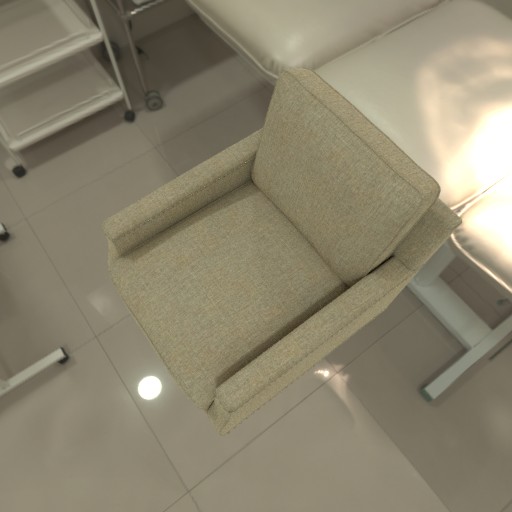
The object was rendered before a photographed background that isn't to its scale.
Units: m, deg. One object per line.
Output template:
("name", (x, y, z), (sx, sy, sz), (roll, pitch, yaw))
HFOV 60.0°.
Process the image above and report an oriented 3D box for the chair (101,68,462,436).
("chair", (0.000, 0.000, 1.704), (1.014, 0.943, 0.853), (-34, 69, -15))
